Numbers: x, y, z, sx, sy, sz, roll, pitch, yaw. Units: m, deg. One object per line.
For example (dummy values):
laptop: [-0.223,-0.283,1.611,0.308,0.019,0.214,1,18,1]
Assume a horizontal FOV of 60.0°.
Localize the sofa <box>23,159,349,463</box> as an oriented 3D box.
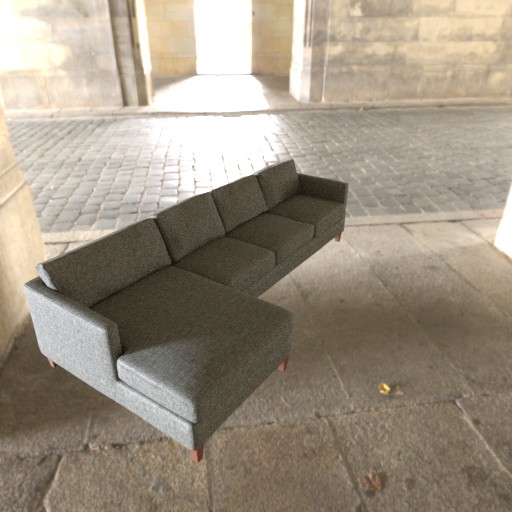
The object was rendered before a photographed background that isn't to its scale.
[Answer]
sofa: [0.000,0.000,4.056,1.635,0.960,3.485,18,32,31]
